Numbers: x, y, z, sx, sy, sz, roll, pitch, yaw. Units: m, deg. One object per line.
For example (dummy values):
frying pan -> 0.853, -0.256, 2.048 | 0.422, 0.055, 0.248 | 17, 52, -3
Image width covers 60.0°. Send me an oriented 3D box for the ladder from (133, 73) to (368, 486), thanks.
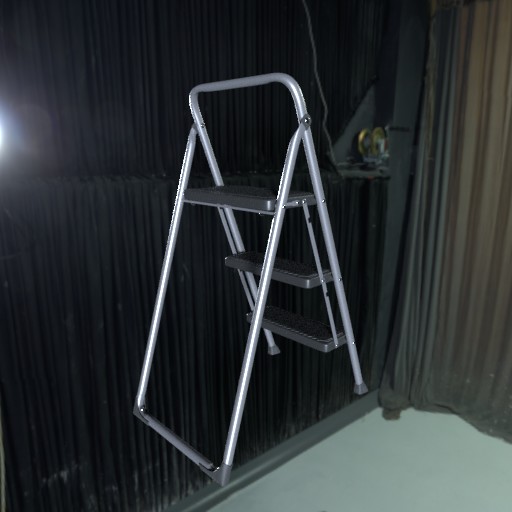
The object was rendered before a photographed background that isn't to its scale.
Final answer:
ladder -> 0.000, 0.000, 1.282 | 0.629, 0.945, 0.430 | -13, 19, -43
